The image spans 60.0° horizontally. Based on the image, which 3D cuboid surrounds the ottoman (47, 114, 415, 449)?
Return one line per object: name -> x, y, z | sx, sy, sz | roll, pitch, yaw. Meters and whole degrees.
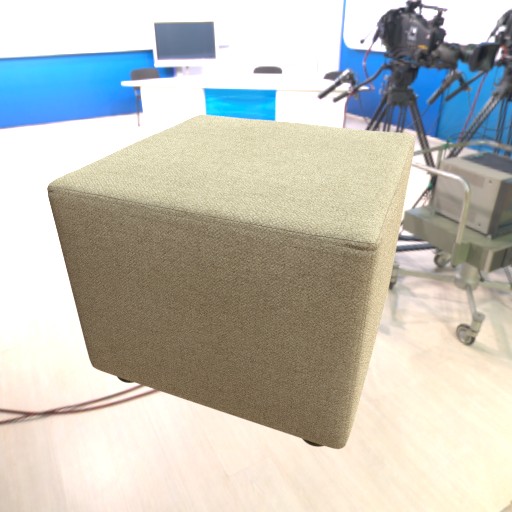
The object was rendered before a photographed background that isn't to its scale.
ottoman -> 0.000, 0.000, 0.876 | 0.508, 0.432, 0.508 | 11, 32, 19
